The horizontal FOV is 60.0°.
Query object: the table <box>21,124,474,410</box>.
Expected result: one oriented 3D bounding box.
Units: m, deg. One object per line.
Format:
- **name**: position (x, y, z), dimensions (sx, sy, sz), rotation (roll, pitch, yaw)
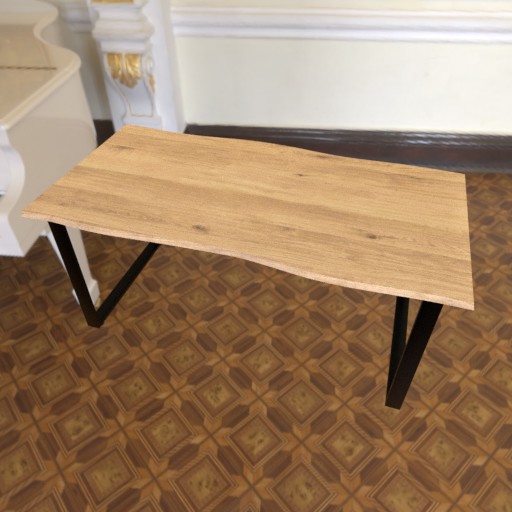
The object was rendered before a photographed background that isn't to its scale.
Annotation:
- **table**: position (0.000, 0.000, 2.232), dimensions (1.800, 0.780, 0.900), rotation (12, 43, 13)
